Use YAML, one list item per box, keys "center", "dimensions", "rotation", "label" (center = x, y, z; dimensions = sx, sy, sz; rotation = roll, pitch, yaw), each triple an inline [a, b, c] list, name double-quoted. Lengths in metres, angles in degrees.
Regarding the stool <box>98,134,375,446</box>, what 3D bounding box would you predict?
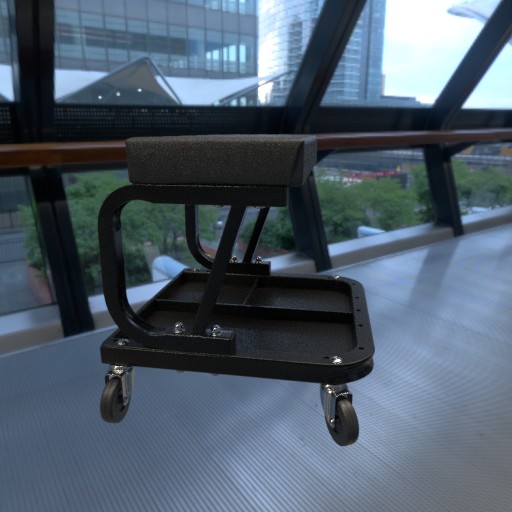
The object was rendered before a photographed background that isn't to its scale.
- center: [0.000, 0.000, 0.723]
  dimensions: [0.371, 0.380, 0.446]
  rotation: [3, 16, 9]
  label: "stool"
